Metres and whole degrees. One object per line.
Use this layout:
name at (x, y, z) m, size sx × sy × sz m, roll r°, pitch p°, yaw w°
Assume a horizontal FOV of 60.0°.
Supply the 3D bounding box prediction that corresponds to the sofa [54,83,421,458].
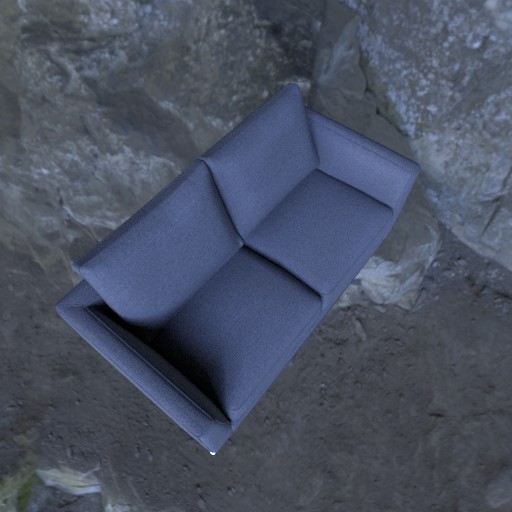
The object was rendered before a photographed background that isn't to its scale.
sofa at (0.000, 0.000, 2.130) m, size 0.803 × 0.924 × 1.594 m, roll 34°, pitch 64°, yaw 19°
